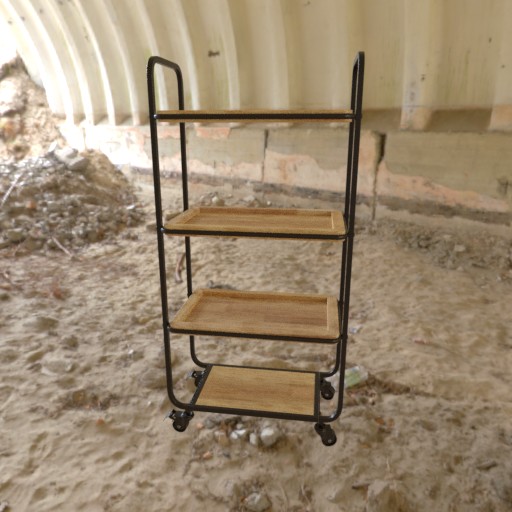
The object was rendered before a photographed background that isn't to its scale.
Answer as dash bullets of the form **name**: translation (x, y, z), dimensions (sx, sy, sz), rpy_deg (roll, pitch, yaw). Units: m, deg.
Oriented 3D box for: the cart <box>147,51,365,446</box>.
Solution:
- **cart**: translation (0.000, 0.000, 1.314), dimensions (0.545, 1.080, 0.321), rpy_deg (2, 17, 8)
